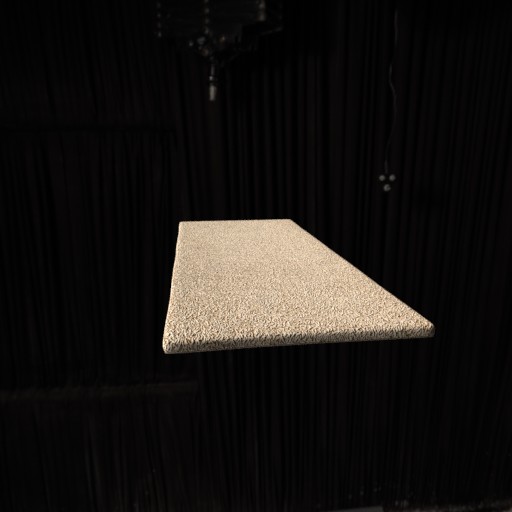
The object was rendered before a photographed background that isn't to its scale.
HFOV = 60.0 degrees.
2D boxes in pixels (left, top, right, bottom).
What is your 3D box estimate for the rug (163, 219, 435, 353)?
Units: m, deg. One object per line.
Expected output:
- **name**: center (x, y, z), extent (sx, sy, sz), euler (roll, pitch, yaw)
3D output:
- **rug**: center (0.000, 0.000, 1.689), extent (0.609, 0.030, 1.524), euler (-2, 14, -8)
